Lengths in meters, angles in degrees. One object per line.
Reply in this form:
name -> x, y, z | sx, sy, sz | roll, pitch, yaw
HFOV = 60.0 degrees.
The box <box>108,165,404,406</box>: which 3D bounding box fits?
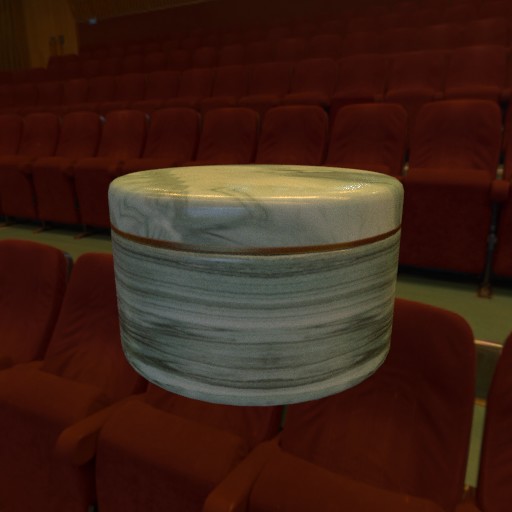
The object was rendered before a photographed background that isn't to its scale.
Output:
box -> 0.000, 0.000, 0.166 | 0.101, 0.063, 0.101 | 0, 16, 0
